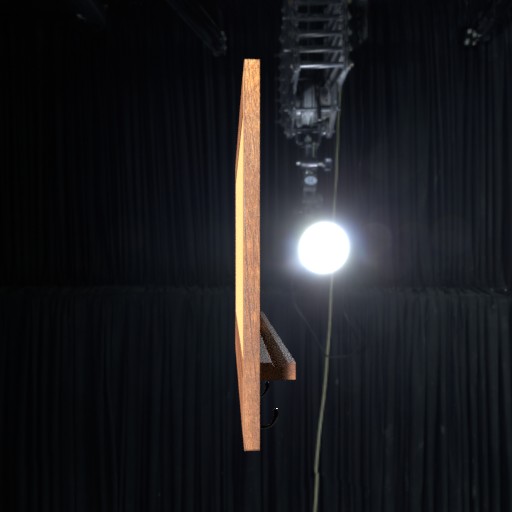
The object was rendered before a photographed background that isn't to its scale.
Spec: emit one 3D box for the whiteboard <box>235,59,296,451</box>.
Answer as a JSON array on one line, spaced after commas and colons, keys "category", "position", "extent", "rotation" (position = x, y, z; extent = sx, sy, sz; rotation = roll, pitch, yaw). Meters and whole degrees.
[{"category": "whiteboard", "position": [0.000, 0.000, 1.024], "extent": [0.083, 0.559, 0.783], "rotation": [0, 0, -4]}]
